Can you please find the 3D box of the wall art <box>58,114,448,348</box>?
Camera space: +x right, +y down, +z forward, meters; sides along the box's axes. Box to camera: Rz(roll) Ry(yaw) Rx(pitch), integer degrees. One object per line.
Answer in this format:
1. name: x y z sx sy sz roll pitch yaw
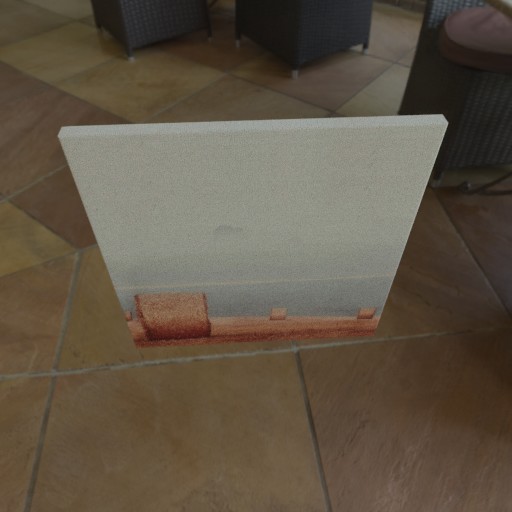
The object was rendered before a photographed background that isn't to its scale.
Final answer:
1. wall art: 0.000 0.000 0.613 0.405 0.405 0.023 -3 47 -2
